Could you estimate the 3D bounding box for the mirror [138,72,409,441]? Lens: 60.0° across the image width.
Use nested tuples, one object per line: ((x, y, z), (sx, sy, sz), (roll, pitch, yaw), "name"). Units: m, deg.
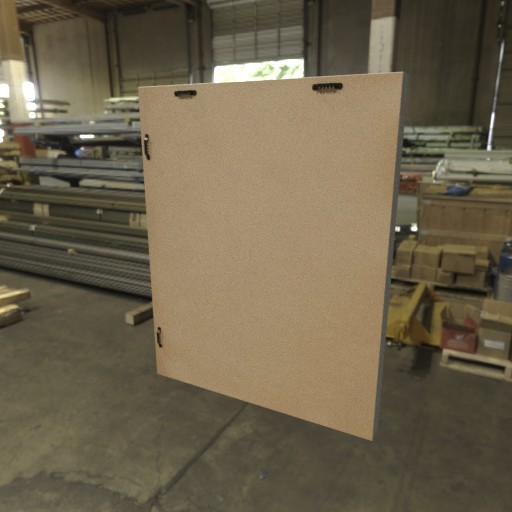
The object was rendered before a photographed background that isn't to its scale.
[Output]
((0.000, 0.000, 0.690), (0.405, 0.508, 0.041), (8, 18, 27), "mirror")
